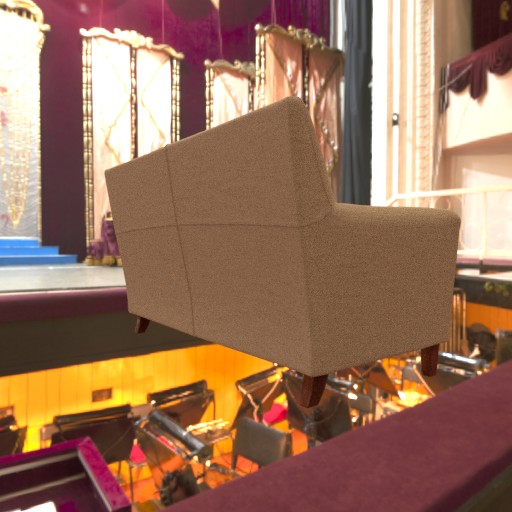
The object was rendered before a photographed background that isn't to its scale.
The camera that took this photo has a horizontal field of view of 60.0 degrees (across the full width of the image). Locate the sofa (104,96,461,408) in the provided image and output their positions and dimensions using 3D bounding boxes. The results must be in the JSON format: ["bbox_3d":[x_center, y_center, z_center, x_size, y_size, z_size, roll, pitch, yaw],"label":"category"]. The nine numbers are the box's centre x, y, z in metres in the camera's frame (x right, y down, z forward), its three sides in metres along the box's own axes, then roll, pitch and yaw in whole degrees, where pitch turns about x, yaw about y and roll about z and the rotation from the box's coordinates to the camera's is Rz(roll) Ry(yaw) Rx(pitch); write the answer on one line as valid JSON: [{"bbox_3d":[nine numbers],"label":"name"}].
[{"bbox_3d":[0.000,0.000,1.995,0.891,0.892,1.482,-1,2,-36],"label":"sofa"}]
